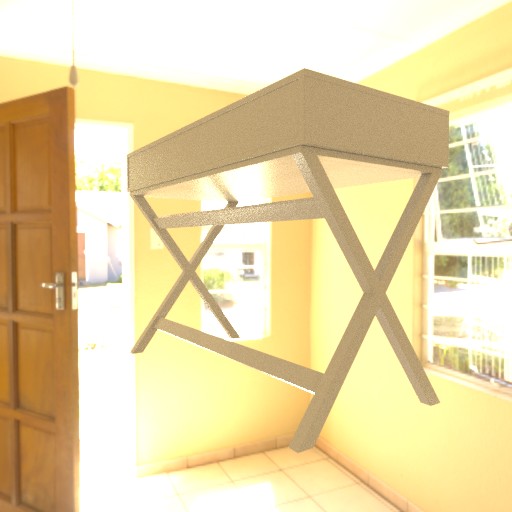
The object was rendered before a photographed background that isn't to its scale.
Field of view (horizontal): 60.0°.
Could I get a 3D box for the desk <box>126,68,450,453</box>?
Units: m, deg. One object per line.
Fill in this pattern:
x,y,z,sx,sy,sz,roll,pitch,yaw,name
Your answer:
0.000,0.000,1.466,0.509,0.780,1.059,-1,2,-35,desk
